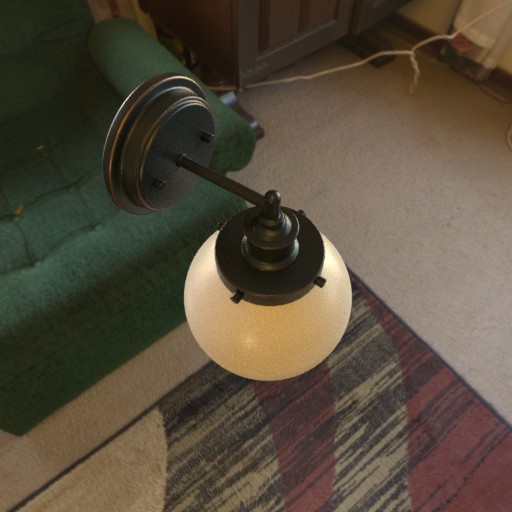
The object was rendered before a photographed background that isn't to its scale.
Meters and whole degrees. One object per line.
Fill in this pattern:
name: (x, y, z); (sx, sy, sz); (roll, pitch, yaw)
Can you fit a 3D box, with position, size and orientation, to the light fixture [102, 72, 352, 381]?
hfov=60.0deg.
light fixture: (0.000, 0.000, 0.473); (0.230, 0.332, 0.197); (29, 62, 17)
